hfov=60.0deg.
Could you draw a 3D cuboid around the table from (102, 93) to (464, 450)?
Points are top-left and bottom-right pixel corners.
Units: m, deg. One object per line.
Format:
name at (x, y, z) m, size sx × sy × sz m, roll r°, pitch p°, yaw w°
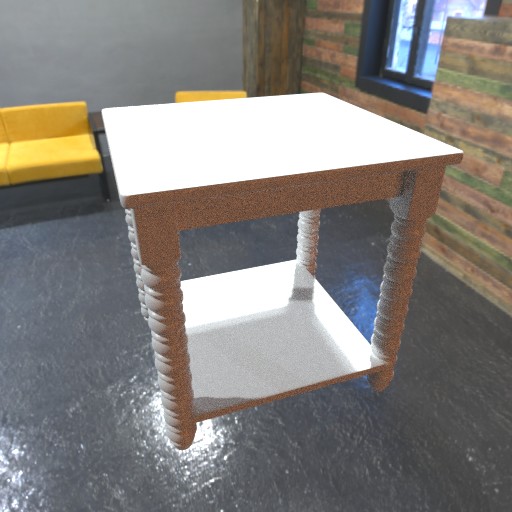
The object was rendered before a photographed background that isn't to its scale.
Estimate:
table at (0.000, 0.000, 0.972) m, size 0.533 × 0.563 × 0.500 m, roll -10°, pitch 33°, yaw -16°
